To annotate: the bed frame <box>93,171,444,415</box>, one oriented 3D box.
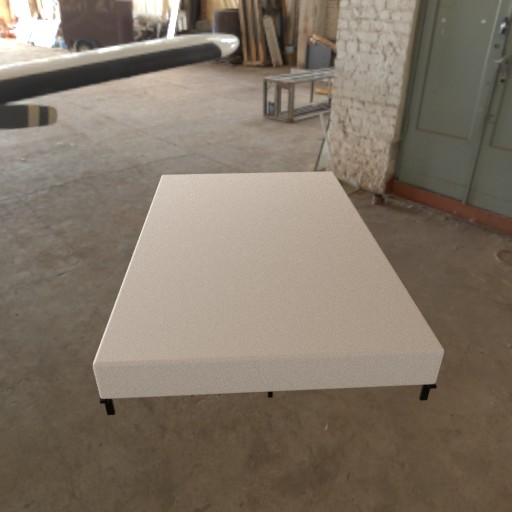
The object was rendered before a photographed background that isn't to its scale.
[{"bbox_3d":[0.000,0.000,3.779,1.930,0.440,2.987,-2,30,-3],"label":"bed frame"}]
